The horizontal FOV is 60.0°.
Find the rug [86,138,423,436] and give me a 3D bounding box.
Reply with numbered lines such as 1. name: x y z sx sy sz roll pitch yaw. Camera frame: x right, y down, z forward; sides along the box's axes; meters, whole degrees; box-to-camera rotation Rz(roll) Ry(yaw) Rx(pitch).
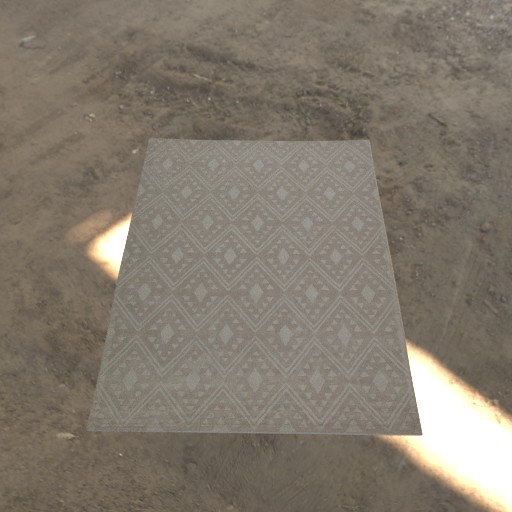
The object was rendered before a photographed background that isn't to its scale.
1. rug: 0.000 0.000 3.965 2.399 0.054 3.011 1 56 0
